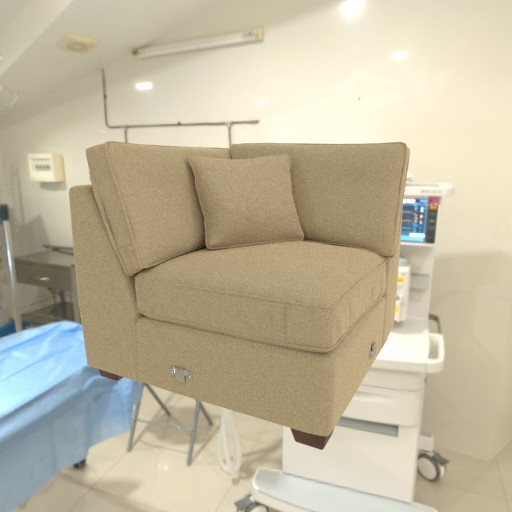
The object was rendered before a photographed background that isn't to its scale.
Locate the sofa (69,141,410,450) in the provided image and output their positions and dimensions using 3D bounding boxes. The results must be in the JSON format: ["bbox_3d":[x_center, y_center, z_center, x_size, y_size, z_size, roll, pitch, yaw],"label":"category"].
[{"bbox_3d":[0.000,0.000,1.993,1.146,1.002,1.084,7,15,27],"label":"sofa"}]
